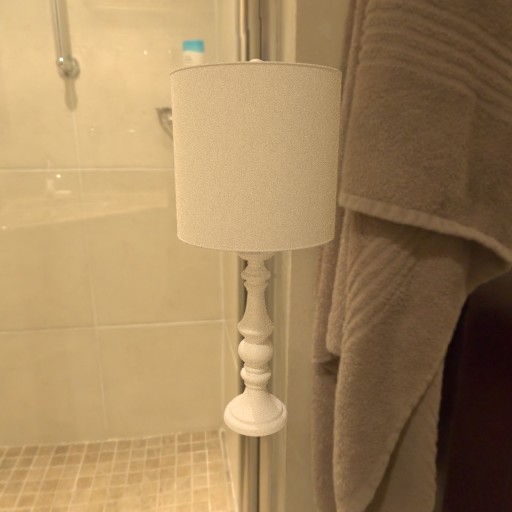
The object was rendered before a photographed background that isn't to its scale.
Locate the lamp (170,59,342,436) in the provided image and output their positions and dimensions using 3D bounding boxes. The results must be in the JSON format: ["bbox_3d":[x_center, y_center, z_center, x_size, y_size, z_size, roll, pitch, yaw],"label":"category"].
[{"bbox_3d":[0.000,0.000,0.726,0.250,0.597,0.250,14,20,42],"label":"lamp"}]
